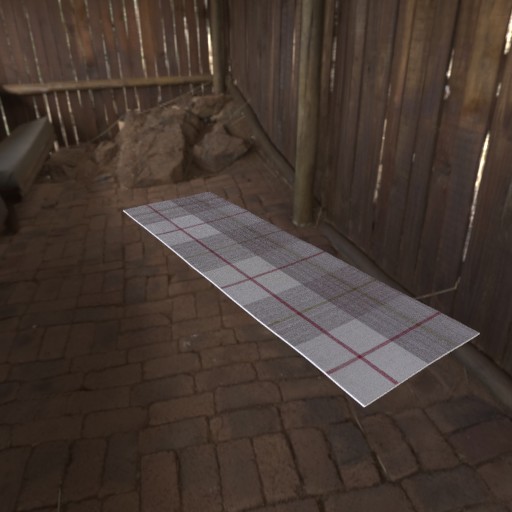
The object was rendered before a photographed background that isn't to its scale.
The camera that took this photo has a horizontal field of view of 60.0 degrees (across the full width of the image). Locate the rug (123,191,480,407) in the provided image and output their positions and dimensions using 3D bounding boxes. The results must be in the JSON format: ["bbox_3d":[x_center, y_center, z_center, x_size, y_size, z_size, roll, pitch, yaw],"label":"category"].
[{"bbox_3d":[0.000,0.000,2.701,0.762,0.013,2.439,-18,32,-31],"label":"rug"}]
